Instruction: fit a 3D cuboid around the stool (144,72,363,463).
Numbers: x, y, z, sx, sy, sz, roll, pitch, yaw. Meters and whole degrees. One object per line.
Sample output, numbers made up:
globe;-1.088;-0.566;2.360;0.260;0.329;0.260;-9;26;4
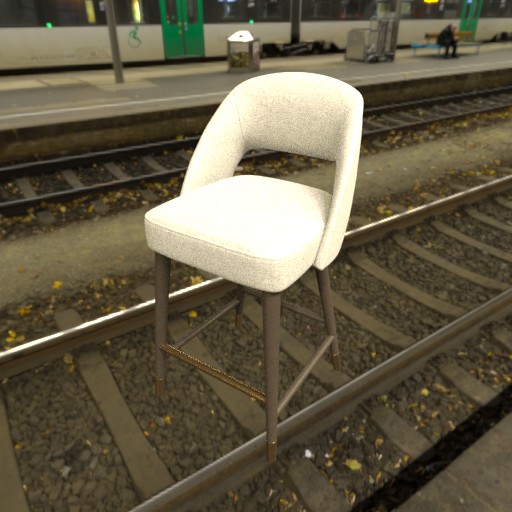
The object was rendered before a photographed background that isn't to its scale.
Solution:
stool;0.000;0.000;1.282;0.494;0.940;0.509;18;34;29
